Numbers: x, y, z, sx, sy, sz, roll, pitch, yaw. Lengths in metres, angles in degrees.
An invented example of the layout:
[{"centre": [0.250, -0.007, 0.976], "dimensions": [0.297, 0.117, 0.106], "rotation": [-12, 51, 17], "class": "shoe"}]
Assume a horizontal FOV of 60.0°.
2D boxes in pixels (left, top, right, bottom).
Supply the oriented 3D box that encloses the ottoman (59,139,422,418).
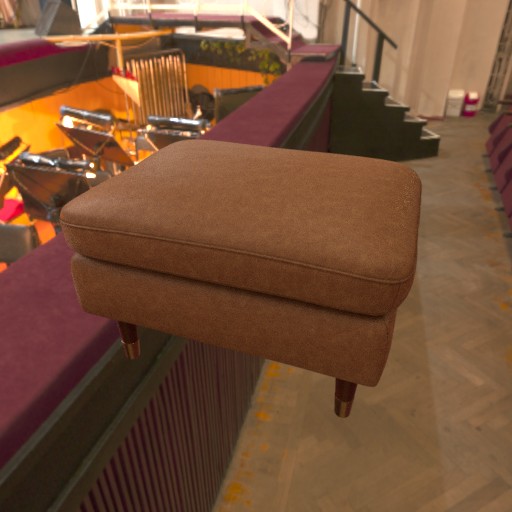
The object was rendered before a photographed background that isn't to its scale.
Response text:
[{"centre": [0.000, 0.000, 1.137], "dimensions": [0.747, 0.478, 0.593], "rotation": [10, 32, 17], "class": "ottoman"}]
